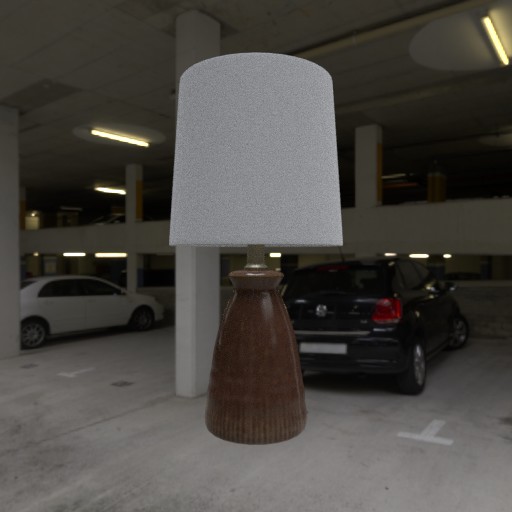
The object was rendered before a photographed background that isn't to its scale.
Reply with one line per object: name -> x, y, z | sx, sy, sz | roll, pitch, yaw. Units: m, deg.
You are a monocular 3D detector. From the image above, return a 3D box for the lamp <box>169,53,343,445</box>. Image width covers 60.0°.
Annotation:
lamp -> 0.000, 0.000, 0.484 | 0.186, 0.369, 0.186 | 0, 0, 0
